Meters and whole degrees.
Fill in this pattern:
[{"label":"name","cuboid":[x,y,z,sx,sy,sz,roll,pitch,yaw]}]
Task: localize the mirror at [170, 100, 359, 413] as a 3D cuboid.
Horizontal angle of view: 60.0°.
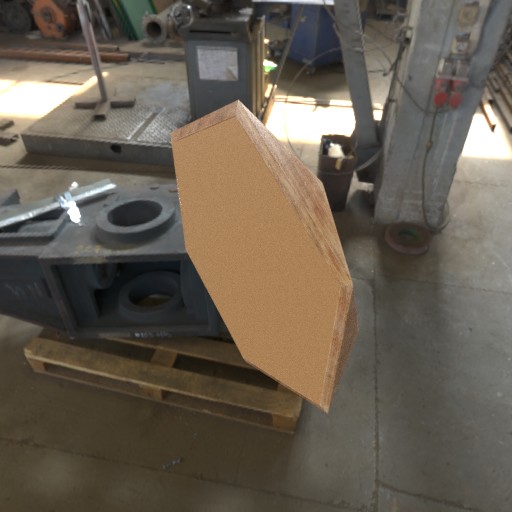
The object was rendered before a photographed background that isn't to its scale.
[{"label":"mirror","cuboid":[0.000,0.000,1.070,0.091,0.779,0.675,-24,46,-25]}]
